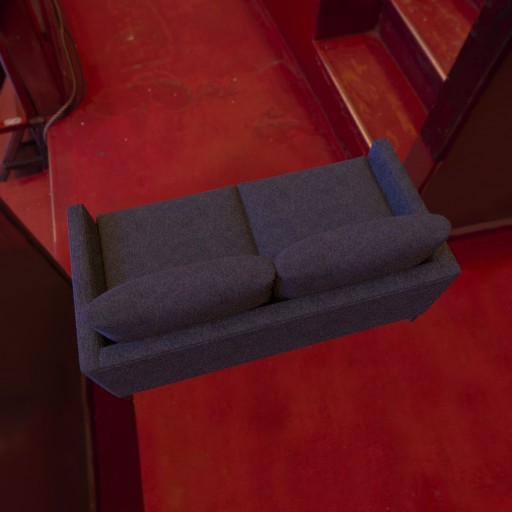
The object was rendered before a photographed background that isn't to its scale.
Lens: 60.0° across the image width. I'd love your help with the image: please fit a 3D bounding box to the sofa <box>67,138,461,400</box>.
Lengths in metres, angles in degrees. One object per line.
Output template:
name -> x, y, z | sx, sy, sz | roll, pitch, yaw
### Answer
sofa -> 0.000, 0.000, 2.235 | 1.716, 0.862, 0.866 | -14, 62, -7
